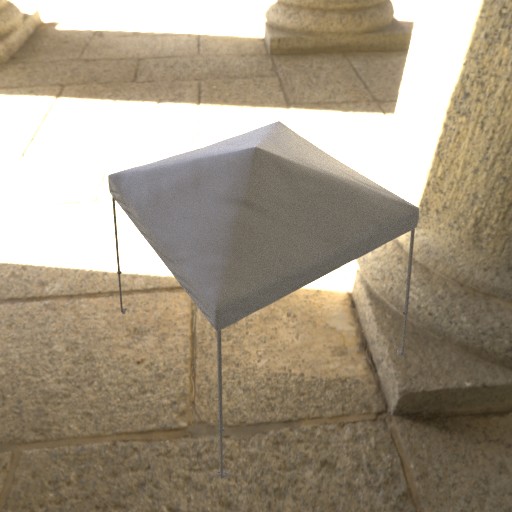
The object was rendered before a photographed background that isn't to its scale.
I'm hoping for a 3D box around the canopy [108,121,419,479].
[{"bbox_3d":[0.000,0.000,6.618,3.599,3.600,3.600,-25,48,-25],"label":"canopy"}]
